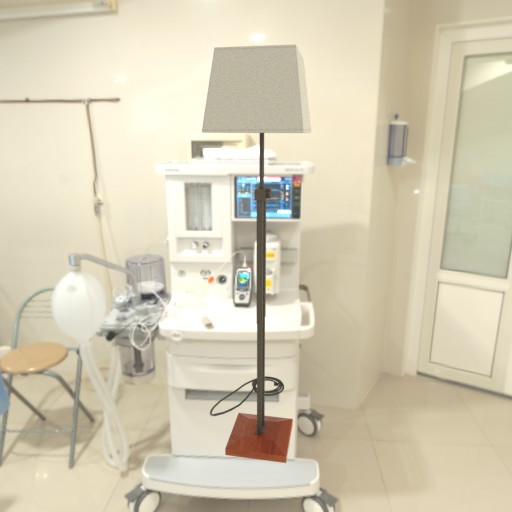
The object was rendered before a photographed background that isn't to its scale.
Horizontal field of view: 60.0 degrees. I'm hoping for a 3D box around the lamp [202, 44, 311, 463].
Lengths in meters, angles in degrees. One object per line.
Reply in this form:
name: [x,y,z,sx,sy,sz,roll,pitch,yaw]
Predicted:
lamp: [0.000,0.000,2.047,0.472,1.712,0.745,3,16,11]
